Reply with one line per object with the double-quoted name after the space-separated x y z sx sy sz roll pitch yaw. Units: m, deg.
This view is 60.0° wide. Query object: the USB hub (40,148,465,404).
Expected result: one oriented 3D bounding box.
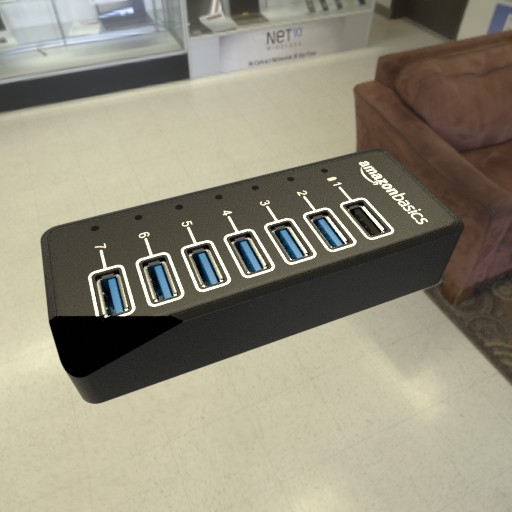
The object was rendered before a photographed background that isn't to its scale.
0.000 0.000 0.129 0.110 0.023 0.044 -16 49 -15 "USB hub"
